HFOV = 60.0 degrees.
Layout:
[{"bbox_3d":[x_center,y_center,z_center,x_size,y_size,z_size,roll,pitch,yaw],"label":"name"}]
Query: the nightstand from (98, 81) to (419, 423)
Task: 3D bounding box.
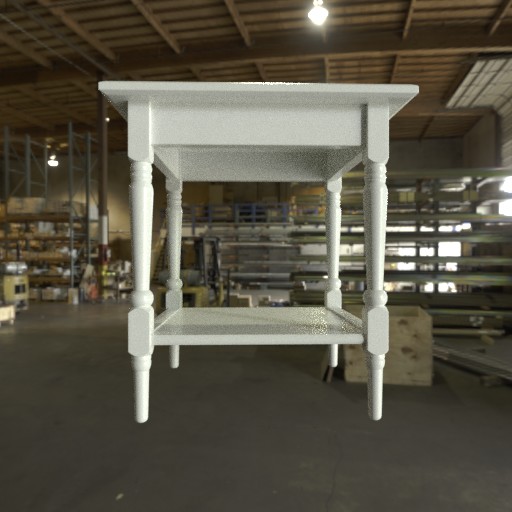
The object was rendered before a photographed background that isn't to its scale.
[{"bbox_3d":[0.000,0.000,0.928,0.505,0.555,0.459,0,0,-2],"label":"nightstand"}]
